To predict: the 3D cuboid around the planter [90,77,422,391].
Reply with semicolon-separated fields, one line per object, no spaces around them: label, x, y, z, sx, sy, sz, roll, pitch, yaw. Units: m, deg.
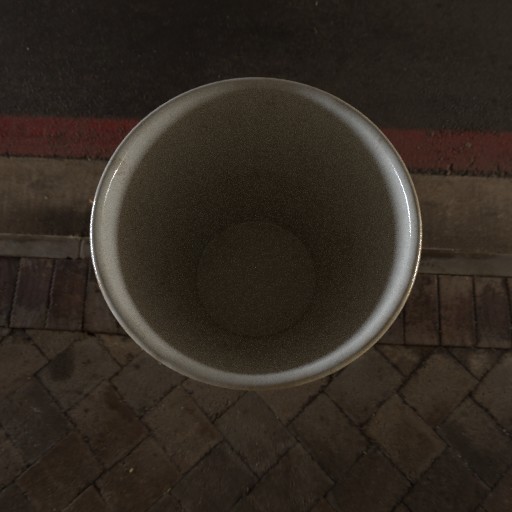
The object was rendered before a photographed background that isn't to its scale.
planter;0.000;0.000;0.336;0.193;0.165;0.193;0;74;0
